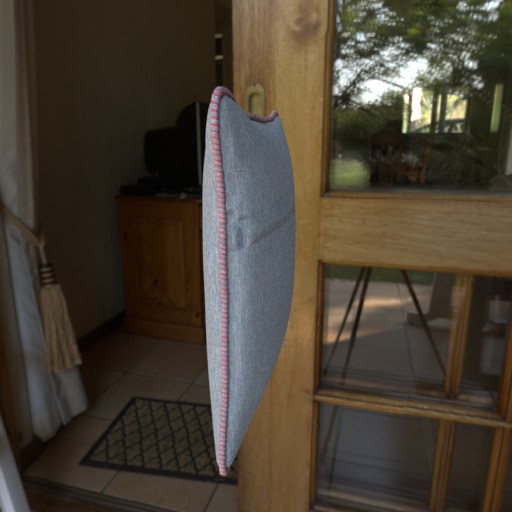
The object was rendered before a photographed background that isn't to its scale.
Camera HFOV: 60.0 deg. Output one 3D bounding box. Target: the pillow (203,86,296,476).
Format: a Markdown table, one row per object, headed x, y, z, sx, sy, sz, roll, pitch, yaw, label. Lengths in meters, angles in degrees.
| x | y | z | sx | sy | sz | roll | pitch | yaw | label |
| --- | --- | --- | --- | --- | --- | --- | --- | --- | --- |
| 0.000 | 0.000 | 0.742 | 0.124 | 0.491 | 0.482 | 3 | 15 | 10 | pillow |
